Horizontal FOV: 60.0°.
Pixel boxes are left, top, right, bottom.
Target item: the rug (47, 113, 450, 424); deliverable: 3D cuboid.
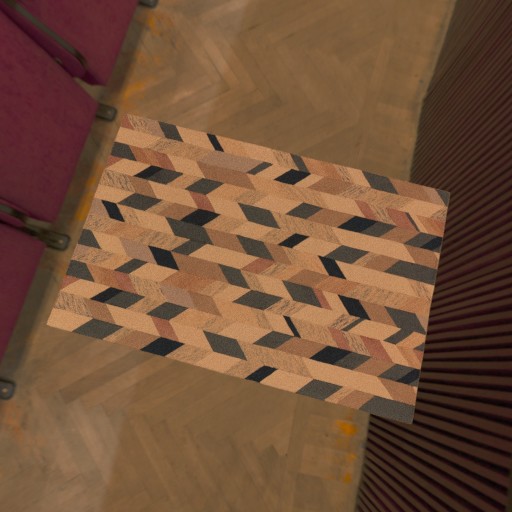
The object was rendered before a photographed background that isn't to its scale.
[{"bbox_3d":[0.000,0.000,2.254,1.813,0.006,1.202,14,77,3],"label":"rug"}]
